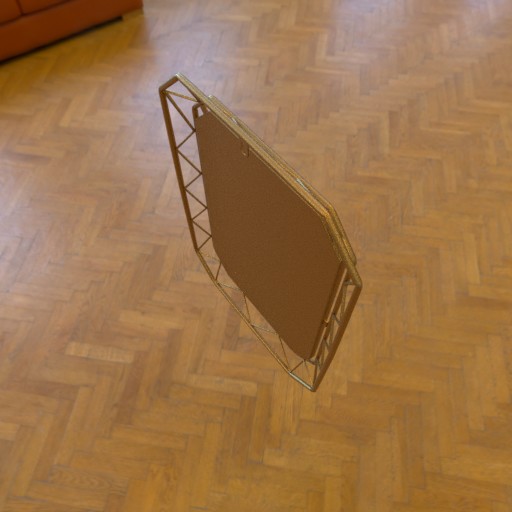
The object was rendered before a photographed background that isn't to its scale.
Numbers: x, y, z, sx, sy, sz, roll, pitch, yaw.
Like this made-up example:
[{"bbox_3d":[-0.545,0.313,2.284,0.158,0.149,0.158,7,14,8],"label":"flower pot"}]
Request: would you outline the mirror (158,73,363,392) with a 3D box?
[{"bbox_3d":[0.000,0.000,0.745,0.042,0.566,0.417,-34,65,-18],"label":"mirror"}]
